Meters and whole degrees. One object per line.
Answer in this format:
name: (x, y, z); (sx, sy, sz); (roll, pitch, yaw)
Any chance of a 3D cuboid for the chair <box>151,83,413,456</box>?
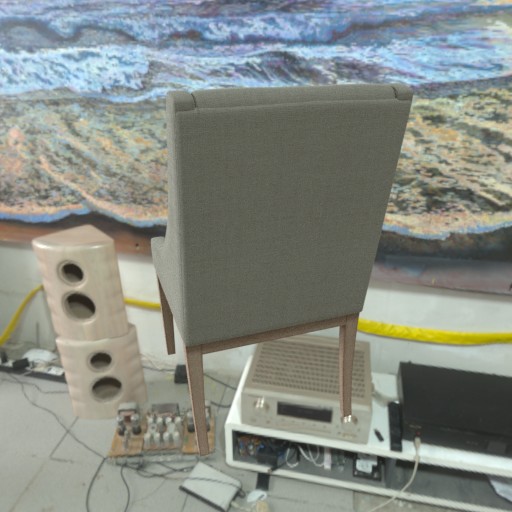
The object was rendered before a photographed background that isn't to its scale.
chair: (0.000, 0.000, 1.356); (0.575, 1.021, 0.611); (-8, 27, -17)
